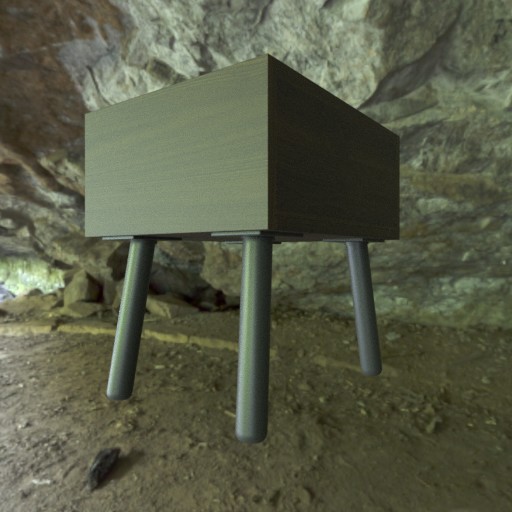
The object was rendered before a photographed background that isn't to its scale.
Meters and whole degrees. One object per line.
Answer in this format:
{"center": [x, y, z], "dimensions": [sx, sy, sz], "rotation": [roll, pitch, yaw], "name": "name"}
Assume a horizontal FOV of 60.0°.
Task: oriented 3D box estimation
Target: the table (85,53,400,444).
{"center": [0.000, 0.000, 0.803], "dimensions": [0.370, 0.470, 0.450], "rotation": [0, 0, 37], "name": "table"}
